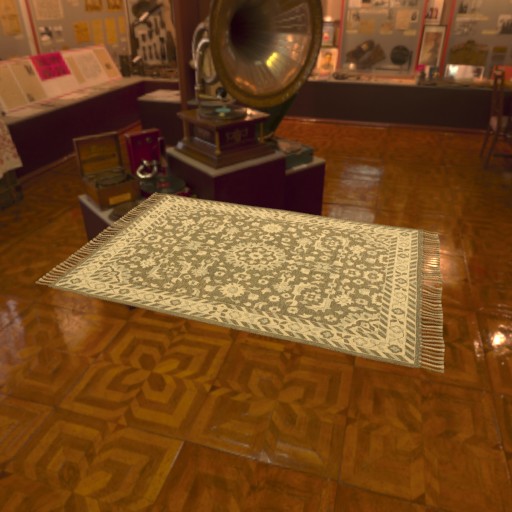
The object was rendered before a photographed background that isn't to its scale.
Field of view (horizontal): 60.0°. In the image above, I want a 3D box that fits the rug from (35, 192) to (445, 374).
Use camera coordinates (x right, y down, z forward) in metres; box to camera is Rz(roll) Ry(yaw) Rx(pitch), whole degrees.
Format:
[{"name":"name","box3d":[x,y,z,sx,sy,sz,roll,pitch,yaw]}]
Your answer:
[{"name":"rug","box3d":[0.000,0.000,3.066,2.431,0.025,1.530,10,32,16]}]
